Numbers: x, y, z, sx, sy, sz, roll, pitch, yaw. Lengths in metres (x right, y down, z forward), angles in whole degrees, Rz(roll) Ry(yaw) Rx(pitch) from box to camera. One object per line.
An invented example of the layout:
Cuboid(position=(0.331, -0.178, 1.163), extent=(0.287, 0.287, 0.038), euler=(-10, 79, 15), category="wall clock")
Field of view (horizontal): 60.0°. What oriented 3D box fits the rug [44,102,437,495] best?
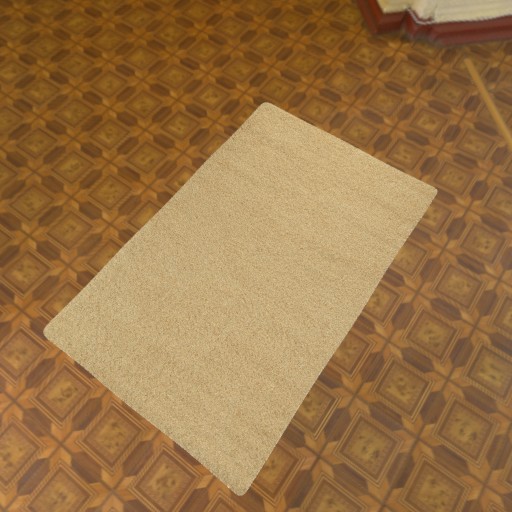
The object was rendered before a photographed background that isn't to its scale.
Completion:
Cuboid(position=(0.000, 0.000, 2.898), extent=(1.500, 0.026, 2.349), euler=(32, 67, 16), category="rug")
